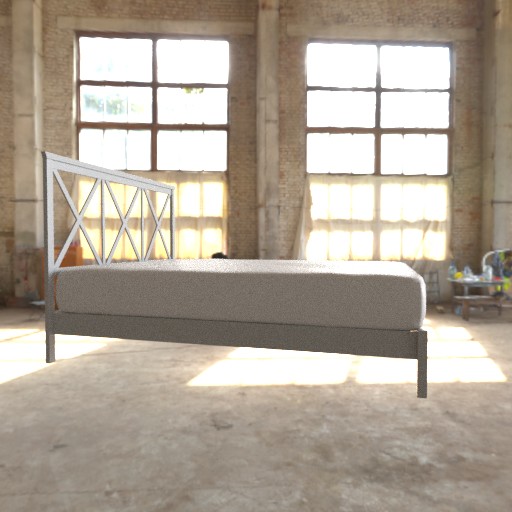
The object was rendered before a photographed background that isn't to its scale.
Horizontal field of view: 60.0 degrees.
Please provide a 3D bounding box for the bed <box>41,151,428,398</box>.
[{"bbox_3d":[0.000,0.000,3.114,2.135,1.253,1.673,1,2,16],"label":"bed"}]
